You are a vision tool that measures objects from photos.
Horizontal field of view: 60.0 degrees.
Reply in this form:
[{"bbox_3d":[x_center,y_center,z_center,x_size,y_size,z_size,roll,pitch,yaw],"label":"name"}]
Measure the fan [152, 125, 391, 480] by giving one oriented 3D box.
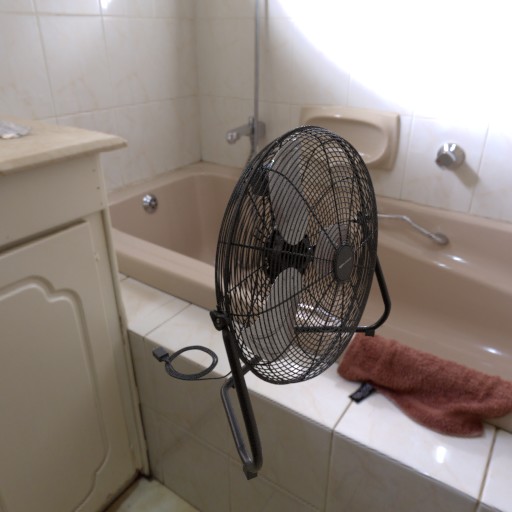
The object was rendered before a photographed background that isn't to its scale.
[{"bbox_3d":[0.000,0.000,0.925,0.424,0.546,0.555,19,32,32],"label":"fan"}]
